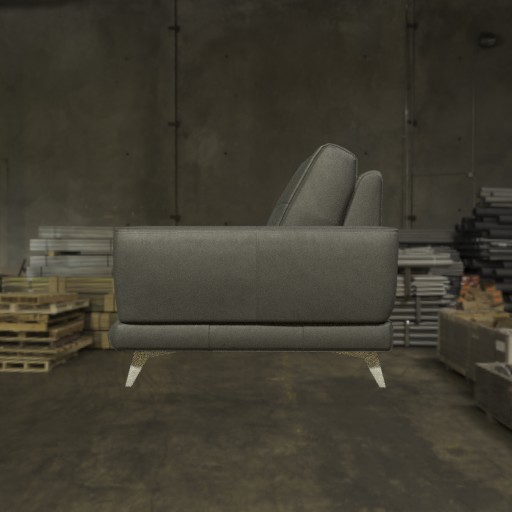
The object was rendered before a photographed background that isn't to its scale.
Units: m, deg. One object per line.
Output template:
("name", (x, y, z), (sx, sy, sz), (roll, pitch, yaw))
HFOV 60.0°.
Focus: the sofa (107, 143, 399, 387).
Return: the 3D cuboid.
("sofa", (0.000, 0.000, 2.388), (1.018, 0.907, 1.806), (0, 1, 1))
